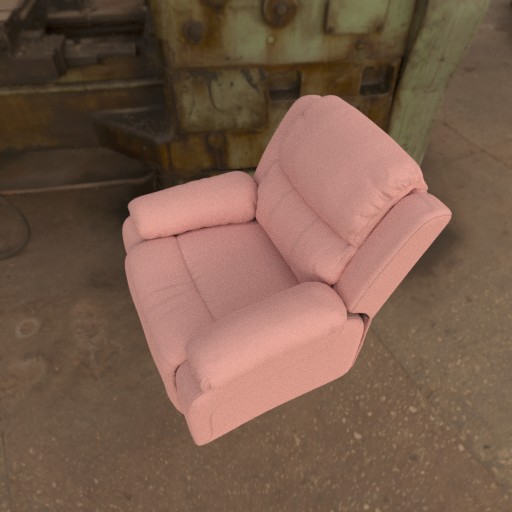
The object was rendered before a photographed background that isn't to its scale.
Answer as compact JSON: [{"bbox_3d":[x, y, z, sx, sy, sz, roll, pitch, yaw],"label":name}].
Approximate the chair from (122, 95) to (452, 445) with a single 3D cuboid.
[{"bbox_3d":[0.000,0.000,1.255,0.709,0.702,0.680,-19,50,-16],"label":"chair"}]
